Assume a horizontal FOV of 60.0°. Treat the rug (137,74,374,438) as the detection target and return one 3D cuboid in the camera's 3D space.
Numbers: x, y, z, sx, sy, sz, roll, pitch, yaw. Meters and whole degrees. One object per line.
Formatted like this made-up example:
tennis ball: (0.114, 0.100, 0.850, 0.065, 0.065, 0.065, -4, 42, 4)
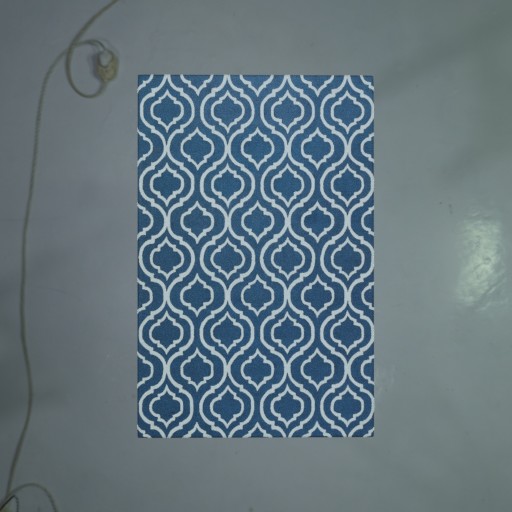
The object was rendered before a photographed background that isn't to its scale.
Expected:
rug: (0.000, 0.000, 2.145, 1.143, 0.010, 1.753, 0, 90, -1)
